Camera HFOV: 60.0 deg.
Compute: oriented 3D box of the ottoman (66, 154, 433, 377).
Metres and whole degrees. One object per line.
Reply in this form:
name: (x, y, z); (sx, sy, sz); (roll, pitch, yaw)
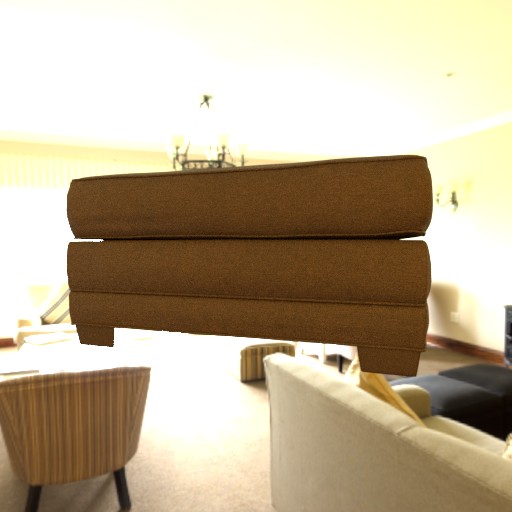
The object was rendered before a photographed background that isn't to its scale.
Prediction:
ottoman: (0.000, 0.000, 1.172); (0.864, 0.448, 0.490); (1, 2, 20)
